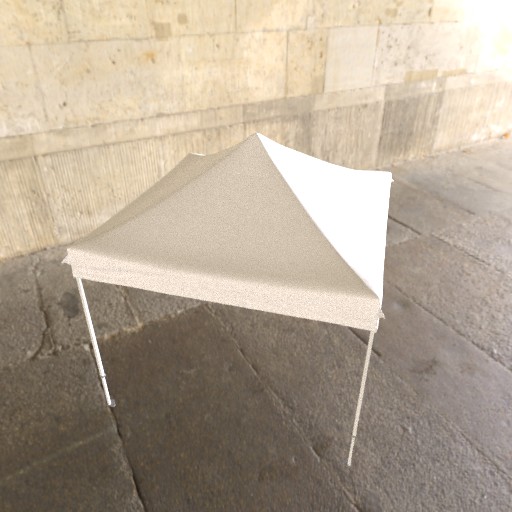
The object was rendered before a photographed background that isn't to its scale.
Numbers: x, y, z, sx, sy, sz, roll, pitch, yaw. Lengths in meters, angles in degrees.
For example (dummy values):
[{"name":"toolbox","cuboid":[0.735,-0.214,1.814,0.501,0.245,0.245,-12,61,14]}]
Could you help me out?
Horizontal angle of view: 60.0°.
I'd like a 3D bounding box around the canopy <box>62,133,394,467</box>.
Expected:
[{"name":"canopy","cuboid":[0.000,0.000,5.384,2.994,2.998,2.996,9,33,14]}]
